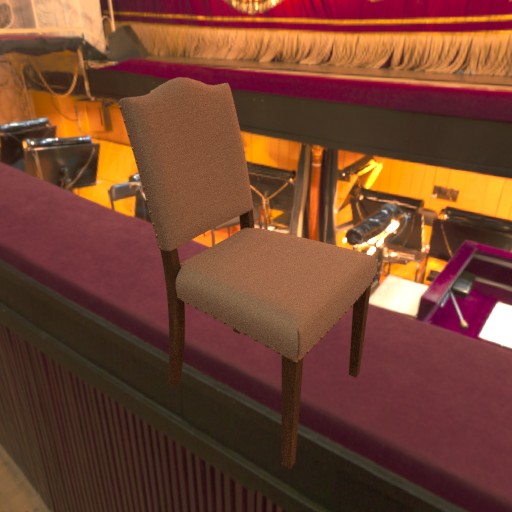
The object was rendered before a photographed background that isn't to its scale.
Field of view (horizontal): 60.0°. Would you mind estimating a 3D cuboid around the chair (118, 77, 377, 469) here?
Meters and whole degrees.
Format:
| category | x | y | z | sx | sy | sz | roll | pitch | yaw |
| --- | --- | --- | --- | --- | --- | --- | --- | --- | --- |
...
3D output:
| category | x | y | z | sx | sy | sz | roll | pitch | yaw |
| --- | --- | --- | --- | --- | --- | --- | --- | --- | --- |
| chair | 0.000 | 0.000 | 1.398 | 0.620 | 1.020 | 0.508 | 18 | 32 | 31 |
